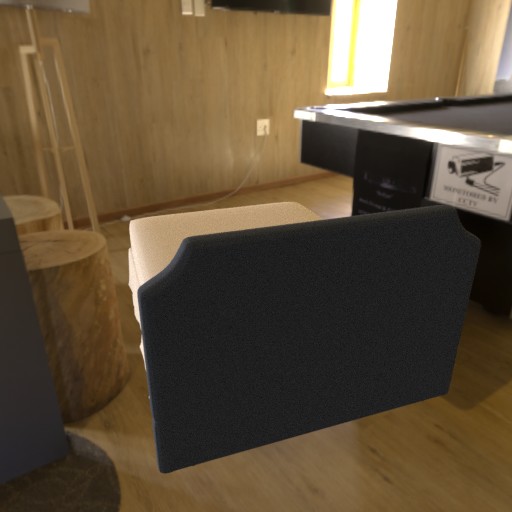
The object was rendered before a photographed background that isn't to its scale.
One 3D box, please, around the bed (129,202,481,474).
[{"bbox_3d":[0.000,0.000,3.248,1.831,1.297,2.260,-8,26,-17],"label":"bed"}]
